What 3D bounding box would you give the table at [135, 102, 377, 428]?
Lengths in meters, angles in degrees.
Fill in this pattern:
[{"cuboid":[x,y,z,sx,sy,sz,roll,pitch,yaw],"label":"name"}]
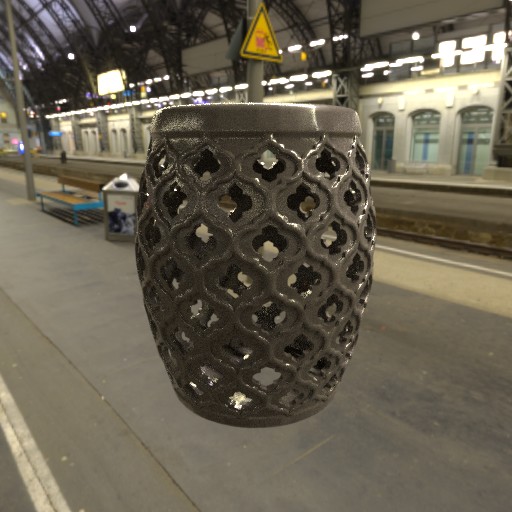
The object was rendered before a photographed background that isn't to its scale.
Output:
[{"cuboid":[0.000,0.000,0.623,0.325,0.388,0.325,0,14,0],"label":"table"}]
